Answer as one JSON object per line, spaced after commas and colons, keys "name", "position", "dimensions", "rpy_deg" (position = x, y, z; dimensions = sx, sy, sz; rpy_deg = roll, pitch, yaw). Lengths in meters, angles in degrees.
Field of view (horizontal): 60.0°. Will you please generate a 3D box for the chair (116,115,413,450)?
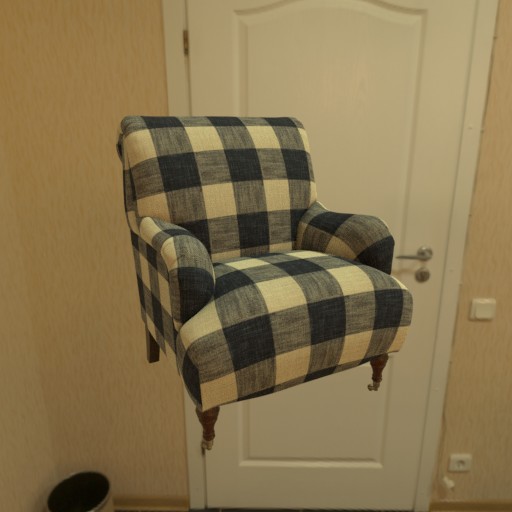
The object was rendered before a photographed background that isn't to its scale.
{"name": "chair", "position": [0.000, 0.000, 1.569], "dimensions": [0.781, 0.953, 0.848], "rpy_deg": [-9, 19, -27]}
